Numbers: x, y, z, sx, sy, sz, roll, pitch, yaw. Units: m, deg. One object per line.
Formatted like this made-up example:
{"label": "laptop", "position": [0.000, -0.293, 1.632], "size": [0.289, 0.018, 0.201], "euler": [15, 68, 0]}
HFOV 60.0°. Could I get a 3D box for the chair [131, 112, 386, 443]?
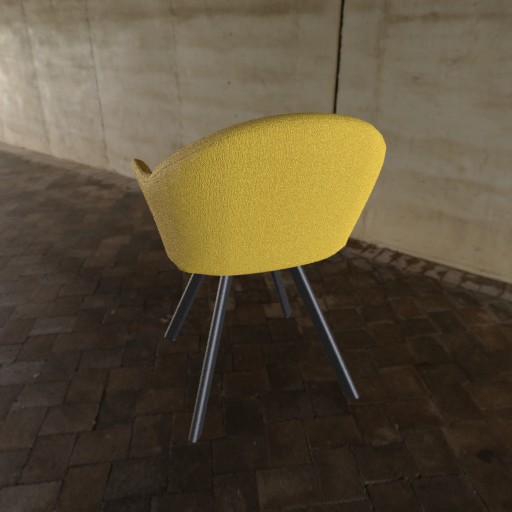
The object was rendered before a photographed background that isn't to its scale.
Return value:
{"label": "chair", "position": [0.000, 0.000, 1.147], "size": [0.545, 0.775, 0.565], "euler": [-9, 27, -17]}
